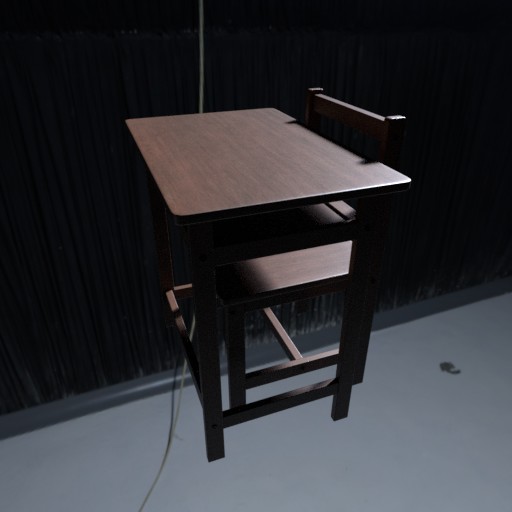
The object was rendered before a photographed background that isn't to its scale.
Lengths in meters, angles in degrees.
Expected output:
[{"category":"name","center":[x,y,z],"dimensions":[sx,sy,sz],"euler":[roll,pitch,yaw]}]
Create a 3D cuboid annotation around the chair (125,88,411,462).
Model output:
[{"category":"chair","center":[0.000,0.000,1.044],"dimensions":[0.463,0.673,0.599],"euler":[-11,32,-18]}]
